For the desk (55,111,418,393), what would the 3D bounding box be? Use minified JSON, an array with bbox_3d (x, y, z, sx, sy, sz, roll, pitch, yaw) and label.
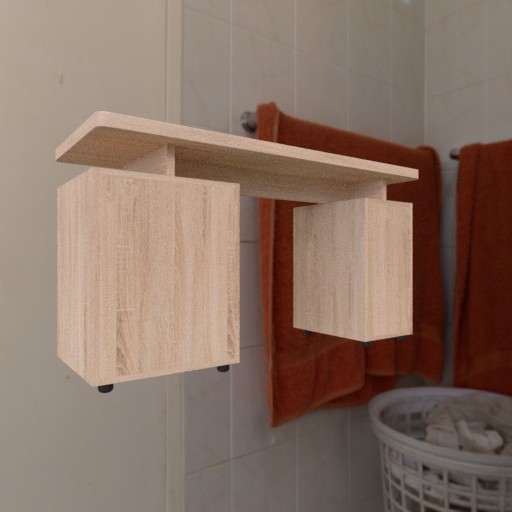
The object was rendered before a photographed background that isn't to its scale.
[{"bbox_3d":[0.000,0.000,1.781,1.400,0.760,0.550,0,0,-35],"label":"desk"}]
